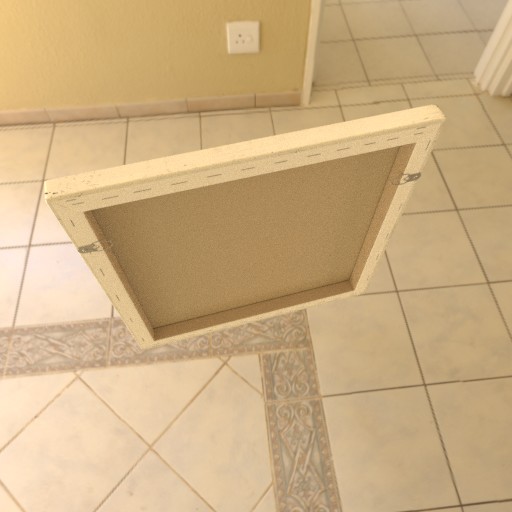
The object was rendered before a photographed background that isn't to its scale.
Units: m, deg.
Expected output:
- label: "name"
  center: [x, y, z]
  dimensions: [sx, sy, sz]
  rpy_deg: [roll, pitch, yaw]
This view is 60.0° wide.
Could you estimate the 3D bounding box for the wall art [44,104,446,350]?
- label: "wall art"
  center: [0.000, 0.000, 0.915]
  dimensions: [0.610, 0.611, 0.040]
  rpy_deg: [-13, 60, -8]
